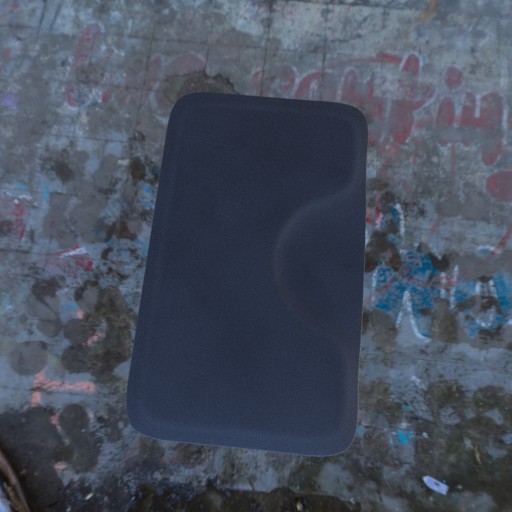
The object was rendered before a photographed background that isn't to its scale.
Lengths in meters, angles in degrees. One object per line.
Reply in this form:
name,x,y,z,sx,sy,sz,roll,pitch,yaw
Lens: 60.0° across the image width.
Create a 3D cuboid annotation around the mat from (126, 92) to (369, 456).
mat,0.000,0.000,1.874,0.918,0.013,1.524,5,77,1
